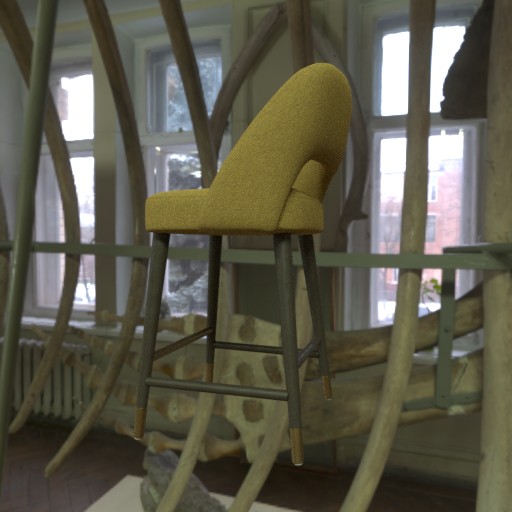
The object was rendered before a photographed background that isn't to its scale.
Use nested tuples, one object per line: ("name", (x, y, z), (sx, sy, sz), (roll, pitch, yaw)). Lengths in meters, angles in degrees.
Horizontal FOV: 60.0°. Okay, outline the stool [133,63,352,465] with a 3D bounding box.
("stool", (0.000, 0.000, 1.261), (0.522, 0.939, 0.536), (1, 2, 18))
